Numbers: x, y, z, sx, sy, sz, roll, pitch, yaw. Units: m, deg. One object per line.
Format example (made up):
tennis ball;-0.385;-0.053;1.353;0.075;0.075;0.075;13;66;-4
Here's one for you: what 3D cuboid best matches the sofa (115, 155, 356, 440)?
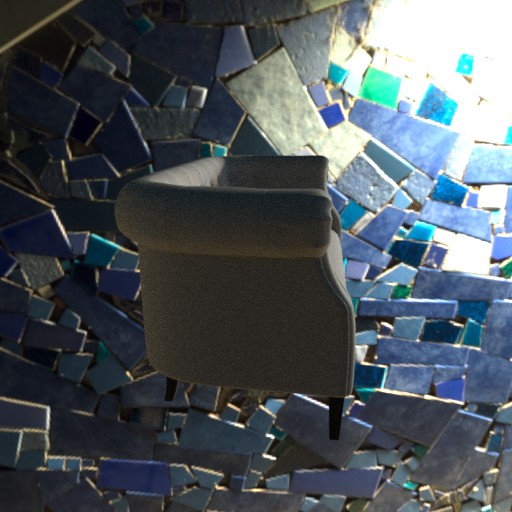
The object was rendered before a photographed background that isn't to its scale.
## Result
sofa;0.000;0.000;2.046;0.835;0.827;1.558;3;17;8
